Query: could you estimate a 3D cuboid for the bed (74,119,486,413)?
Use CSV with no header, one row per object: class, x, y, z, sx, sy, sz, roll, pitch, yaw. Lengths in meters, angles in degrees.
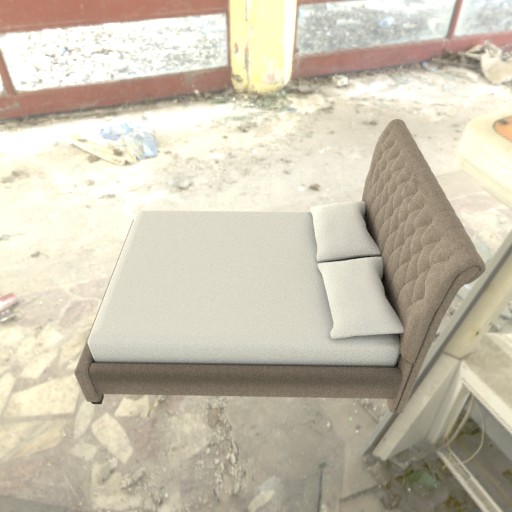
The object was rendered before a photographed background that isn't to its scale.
bed,0.000,0.000,3.184,2.252,1.371,1.645,1,41,1
